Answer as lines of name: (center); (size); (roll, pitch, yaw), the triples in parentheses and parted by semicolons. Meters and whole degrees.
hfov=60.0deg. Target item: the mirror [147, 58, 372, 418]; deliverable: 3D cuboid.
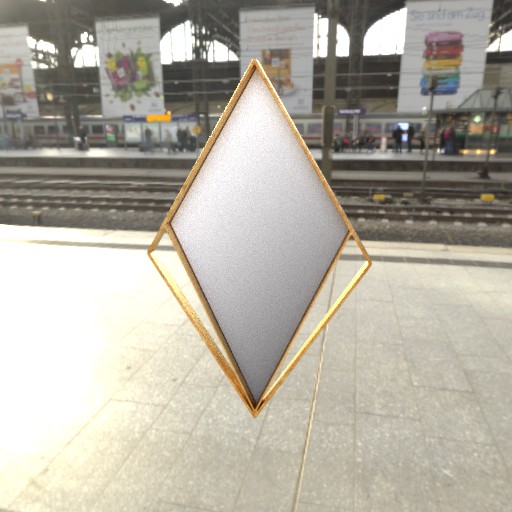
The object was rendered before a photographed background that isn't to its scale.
mirror: (0.000, 0.000, 0.829); (0.419, 0.679, 0.032); (3, 16, 10)
